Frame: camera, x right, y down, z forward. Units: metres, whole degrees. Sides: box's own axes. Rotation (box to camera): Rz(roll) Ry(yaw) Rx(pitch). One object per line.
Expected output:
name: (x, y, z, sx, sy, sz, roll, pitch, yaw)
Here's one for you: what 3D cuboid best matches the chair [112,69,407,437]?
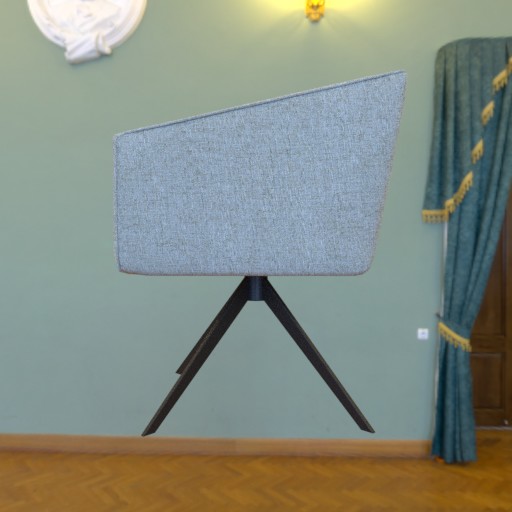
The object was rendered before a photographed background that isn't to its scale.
chair: (0.000, 0.000, 1.195, 0.623, 0.760, 0.628, 0, 0, 1)
